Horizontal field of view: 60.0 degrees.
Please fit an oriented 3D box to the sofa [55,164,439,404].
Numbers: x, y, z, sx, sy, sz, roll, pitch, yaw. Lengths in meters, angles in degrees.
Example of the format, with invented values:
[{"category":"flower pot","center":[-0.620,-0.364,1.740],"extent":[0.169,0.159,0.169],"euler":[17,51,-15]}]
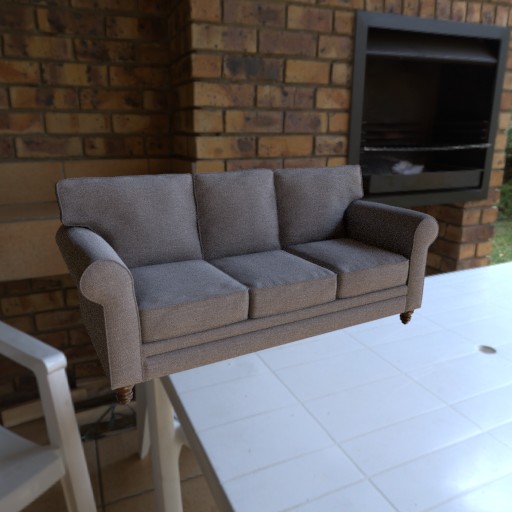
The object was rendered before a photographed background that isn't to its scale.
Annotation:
[{"category":"sofa","center":[0.000,0.000,2.608],"extent":[2.084,0.961,0.916],"euler":[-9,18,-28]}]
